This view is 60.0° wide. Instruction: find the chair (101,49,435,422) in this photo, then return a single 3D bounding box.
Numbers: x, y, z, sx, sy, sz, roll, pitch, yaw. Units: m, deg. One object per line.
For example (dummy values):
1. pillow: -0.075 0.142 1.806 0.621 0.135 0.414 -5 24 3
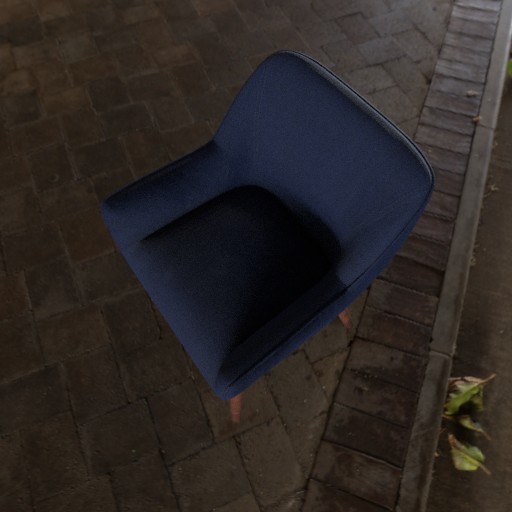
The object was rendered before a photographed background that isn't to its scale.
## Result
1. chair: 0.000 0.000 1.244 0.600 0.820 0.600 -33 66 -16
